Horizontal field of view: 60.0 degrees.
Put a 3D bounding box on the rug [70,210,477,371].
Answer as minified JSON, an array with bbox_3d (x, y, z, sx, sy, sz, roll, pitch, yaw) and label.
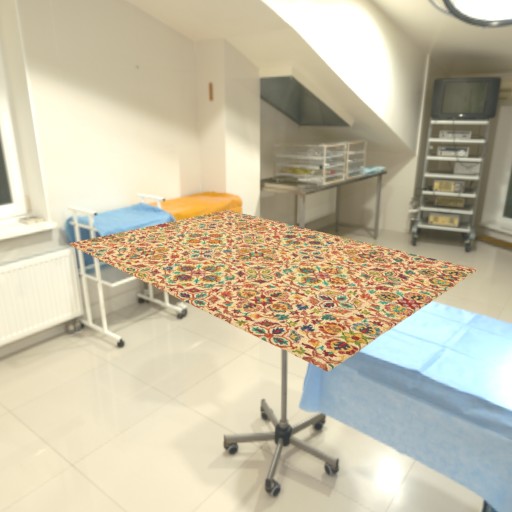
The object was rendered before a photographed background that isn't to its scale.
[{"bbox_3d":[0.000,0.000,2.370,1.838,0.013,1.226,18,26,42],"label":"rug"}]
